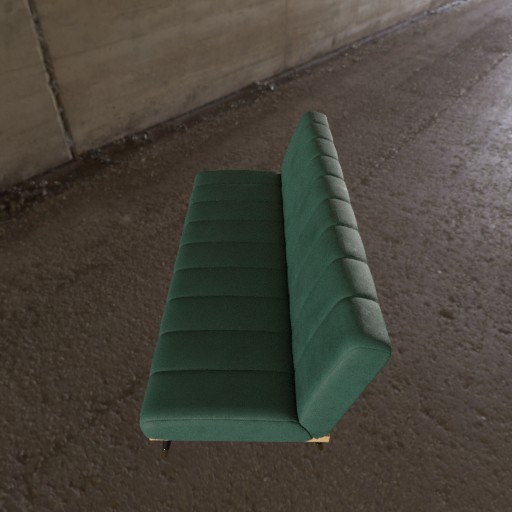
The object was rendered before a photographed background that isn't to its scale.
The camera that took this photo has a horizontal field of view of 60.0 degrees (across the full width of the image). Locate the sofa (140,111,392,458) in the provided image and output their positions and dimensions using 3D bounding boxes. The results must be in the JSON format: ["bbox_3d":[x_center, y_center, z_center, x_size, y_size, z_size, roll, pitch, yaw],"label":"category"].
[{"bbox_3d":[0.000,0.000,2.232,0.830,0.820,1.810,0,39,0],"label":"sofa"}]
